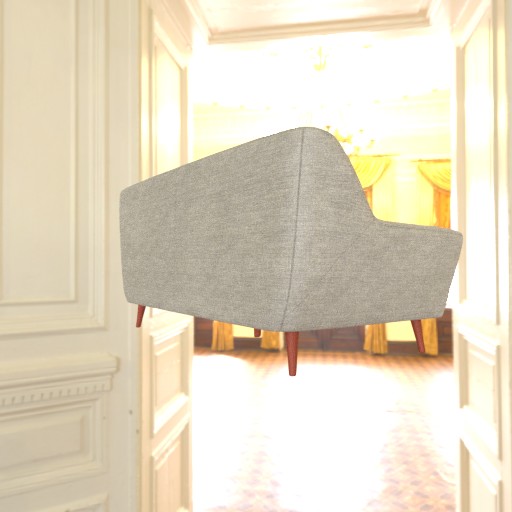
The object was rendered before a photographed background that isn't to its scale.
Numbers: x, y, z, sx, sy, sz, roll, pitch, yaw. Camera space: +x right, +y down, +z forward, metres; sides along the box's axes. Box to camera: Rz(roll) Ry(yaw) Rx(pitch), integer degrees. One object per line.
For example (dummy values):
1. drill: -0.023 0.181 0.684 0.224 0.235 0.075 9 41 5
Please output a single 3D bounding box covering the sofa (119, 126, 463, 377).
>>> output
1. sofa: 0.000 0.000 2.454 0.976 0.897 1.930 1 -1 -36
